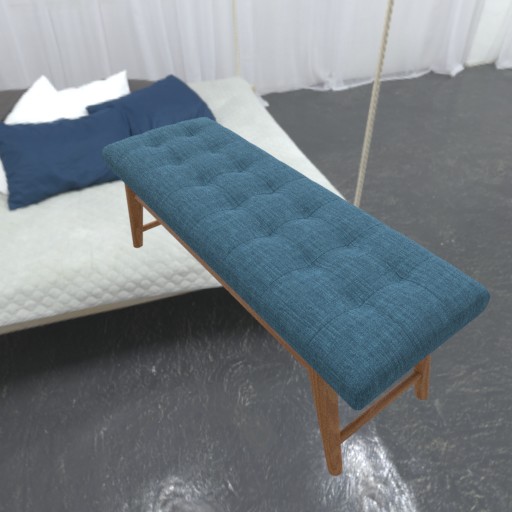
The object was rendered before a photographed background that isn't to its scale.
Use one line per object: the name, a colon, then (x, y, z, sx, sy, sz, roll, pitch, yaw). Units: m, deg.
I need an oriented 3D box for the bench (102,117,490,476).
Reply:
bench: (0.000, 0.000, 1.284, 0.406, 0.432, 1.118, -26, 47, -27)
